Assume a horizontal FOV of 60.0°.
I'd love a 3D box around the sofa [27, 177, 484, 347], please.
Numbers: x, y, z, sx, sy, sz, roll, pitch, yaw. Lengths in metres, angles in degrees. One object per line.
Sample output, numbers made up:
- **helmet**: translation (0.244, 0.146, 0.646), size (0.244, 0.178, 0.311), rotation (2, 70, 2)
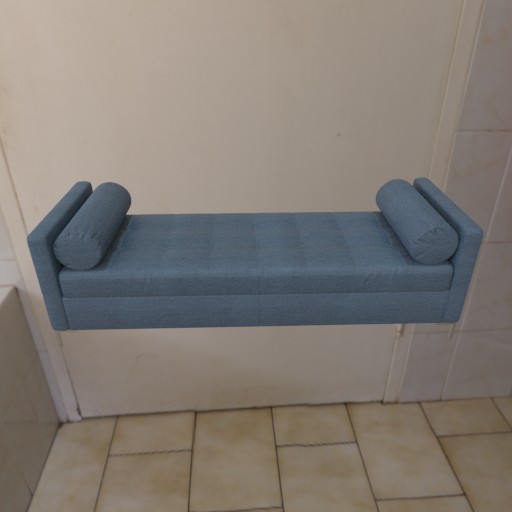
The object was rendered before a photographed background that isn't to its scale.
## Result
- **sofa**: translation (0.000, 0.000, 2.345), size (1.981, 0.635, 0.686), rotation (-1, 30, -2)
